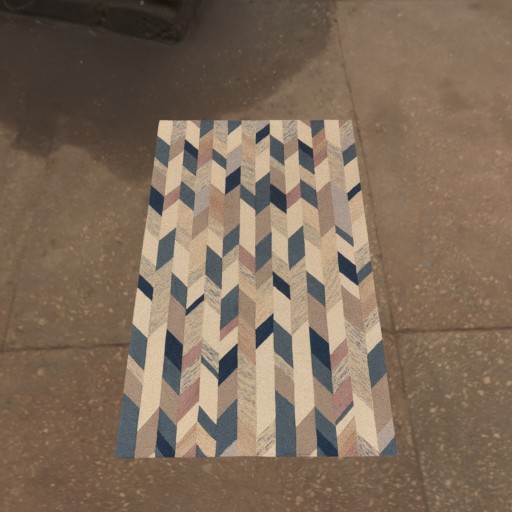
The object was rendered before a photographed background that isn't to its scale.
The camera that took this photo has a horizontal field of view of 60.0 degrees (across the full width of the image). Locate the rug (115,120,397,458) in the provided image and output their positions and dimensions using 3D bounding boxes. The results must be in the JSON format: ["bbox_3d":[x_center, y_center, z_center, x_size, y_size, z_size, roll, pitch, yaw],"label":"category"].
[{"bbox_3d":[0.000,0.000,2.916,1.513,0.008,2.423,0,62,0],"label":"rug"}]
